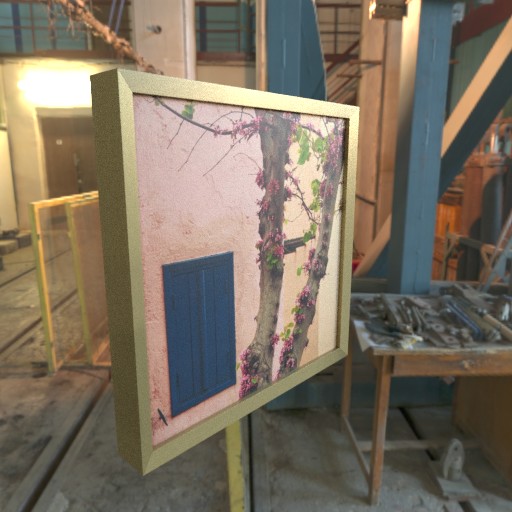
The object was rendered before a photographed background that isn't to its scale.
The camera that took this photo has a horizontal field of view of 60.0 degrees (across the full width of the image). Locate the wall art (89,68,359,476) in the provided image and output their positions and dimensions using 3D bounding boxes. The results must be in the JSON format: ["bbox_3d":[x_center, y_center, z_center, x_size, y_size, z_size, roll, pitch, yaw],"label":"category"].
[{"bbox_3d":[0.000,0.000,0.442,0.038,0.305,0.304,11,17,42],"label":"wall art"}]
